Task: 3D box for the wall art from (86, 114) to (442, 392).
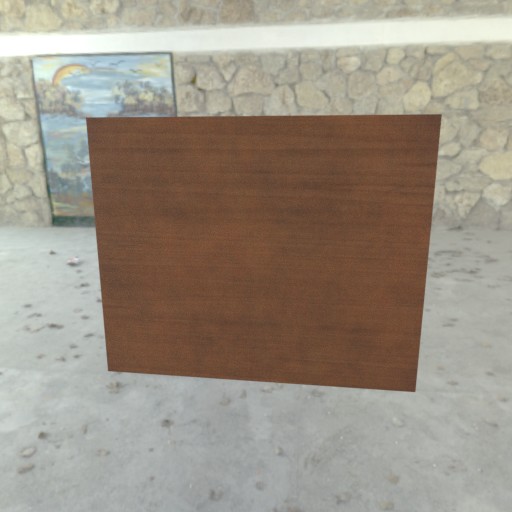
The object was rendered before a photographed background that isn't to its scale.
[{"bbox_3d":[0.000,0.000,0.761,0.558,0.457,0.033,2,14,7],"label":"wall art"}]
